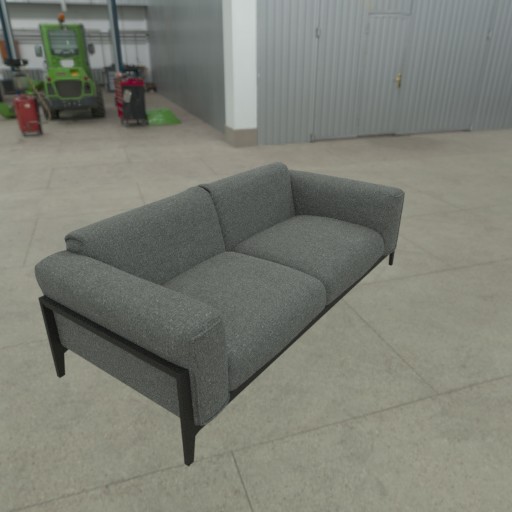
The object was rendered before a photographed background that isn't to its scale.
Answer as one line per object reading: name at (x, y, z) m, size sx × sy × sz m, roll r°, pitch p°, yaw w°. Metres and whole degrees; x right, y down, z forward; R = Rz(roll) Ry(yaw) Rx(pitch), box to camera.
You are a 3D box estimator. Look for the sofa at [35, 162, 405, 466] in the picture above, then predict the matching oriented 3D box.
sofa at (0.000, 0.000, 2.538) m, size 0.985 × 0.703 × 2.125 m, roll 17°, pitch 30°, yaw 32°
